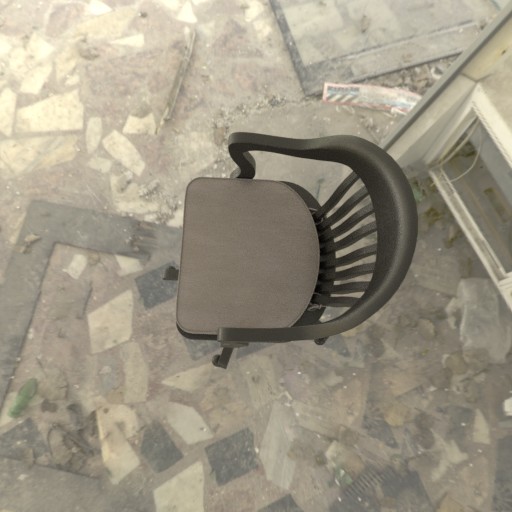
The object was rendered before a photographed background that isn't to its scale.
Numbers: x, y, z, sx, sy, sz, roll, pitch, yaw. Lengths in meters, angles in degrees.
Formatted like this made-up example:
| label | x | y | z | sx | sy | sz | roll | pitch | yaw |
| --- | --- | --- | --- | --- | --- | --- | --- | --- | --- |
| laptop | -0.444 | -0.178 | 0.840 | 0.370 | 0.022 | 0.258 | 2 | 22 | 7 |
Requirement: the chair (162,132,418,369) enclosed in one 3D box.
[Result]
| label | x | y | z | sx | sy | sz | roll | pitch | yaw |
| --- | --- | --- | --- | --- | --- | --- | --- | --- | --- |
| chair | 0.000 | 0.000 | 1.503 | 0.788 | 0.878 | 0.750 | 2 | 76 | 1 |
